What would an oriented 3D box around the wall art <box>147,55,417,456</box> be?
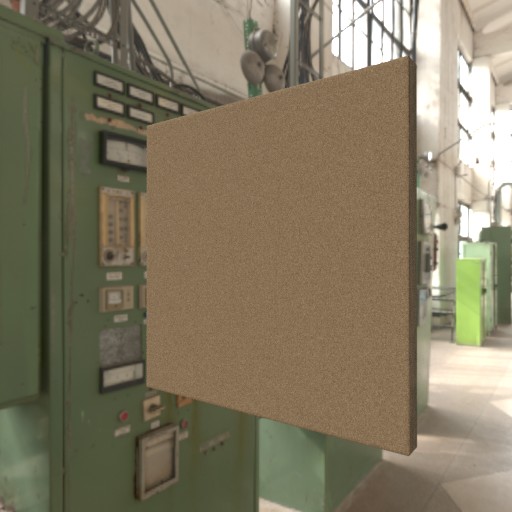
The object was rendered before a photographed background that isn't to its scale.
[{"bbox_3d":[0.000,0.000,1.071,0.749,0.751,0.050,0,0,37],"label":"wall art"}]
